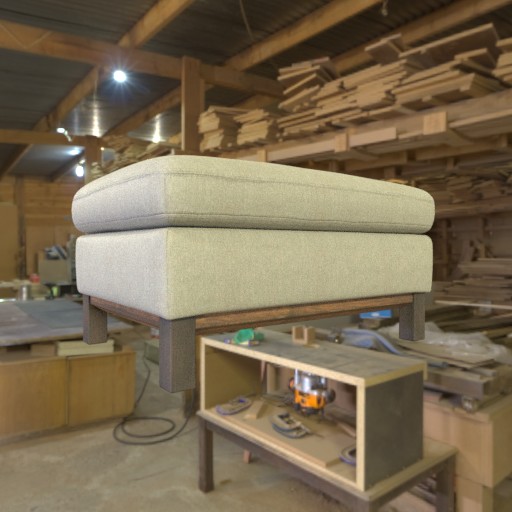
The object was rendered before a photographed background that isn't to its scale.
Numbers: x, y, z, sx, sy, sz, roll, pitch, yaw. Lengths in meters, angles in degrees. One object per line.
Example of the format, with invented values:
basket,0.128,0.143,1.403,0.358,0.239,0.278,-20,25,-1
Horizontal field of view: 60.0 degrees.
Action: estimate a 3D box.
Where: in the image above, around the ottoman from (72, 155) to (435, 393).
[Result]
ottoman,0.000,0.000,1.054,0.735,0.404,0.528,-1,1,-37
